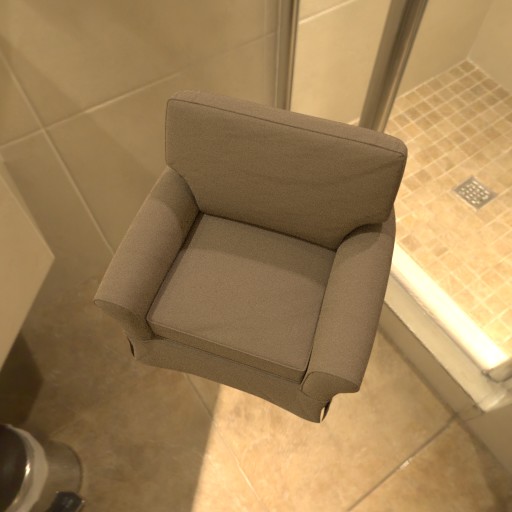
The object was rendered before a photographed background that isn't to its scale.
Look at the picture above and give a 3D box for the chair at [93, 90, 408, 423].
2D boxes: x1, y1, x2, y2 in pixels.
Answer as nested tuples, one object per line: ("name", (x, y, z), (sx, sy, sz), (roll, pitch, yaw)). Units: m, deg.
("chair", (0.000, 0.000, 1.953), (1.135, 1.017, 0.988), (16, 61, 9))
